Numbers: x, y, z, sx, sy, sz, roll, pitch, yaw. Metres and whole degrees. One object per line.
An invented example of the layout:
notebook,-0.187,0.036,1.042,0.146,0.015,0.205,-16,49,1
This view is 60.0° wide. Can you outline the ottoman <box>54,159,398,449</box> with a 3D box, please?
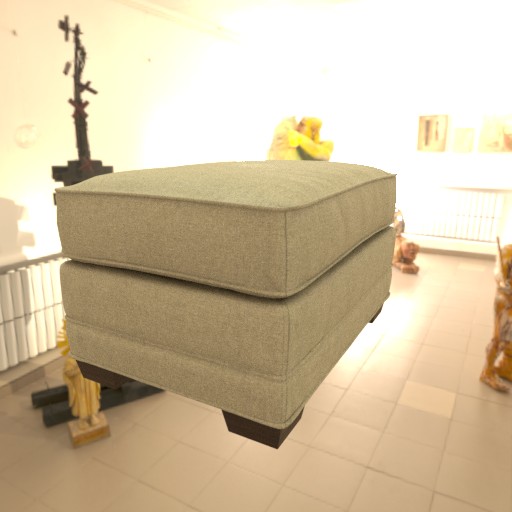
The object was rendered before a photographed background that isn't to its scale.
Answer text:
ottoman,0.000,0.000,1.229,0.611,0.508,0.848,8,17,28
